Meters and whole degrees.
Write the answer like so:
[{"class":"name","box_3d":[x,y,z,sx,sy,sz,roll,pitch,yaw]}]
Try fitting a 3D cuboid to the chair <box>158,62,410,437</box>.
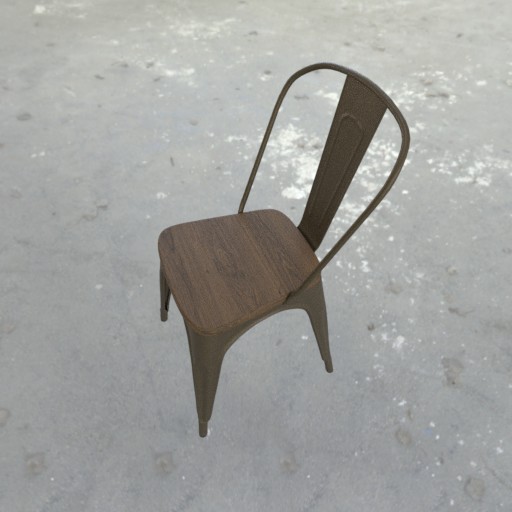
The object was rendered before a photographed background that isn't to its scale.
[{"class":"chair","box_3d":[0.000,0.000,1.157,0.532,0.844,0.451,-17,49,-16]}]
